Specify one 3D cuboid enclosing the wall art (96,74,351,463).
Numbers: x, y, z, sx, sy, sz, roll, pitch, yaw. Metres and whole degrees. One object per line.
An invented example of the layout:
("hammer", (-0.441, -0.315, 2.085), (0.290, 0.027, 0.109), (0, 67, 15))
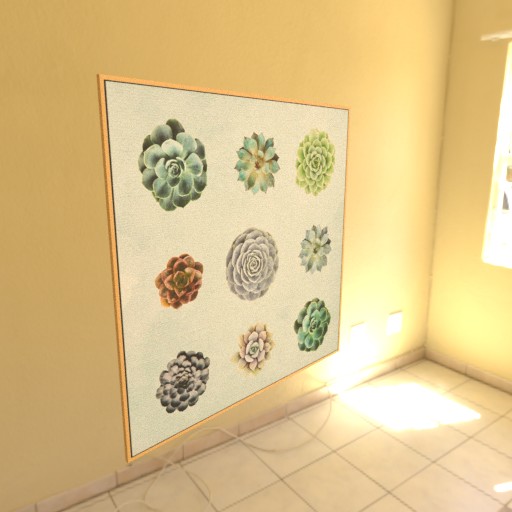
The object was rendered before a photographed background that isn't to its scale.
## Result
("wall art", (0.000, 0.000, 1.392), (0.962, 0.959, 0.013), (-13, 18, -44))
